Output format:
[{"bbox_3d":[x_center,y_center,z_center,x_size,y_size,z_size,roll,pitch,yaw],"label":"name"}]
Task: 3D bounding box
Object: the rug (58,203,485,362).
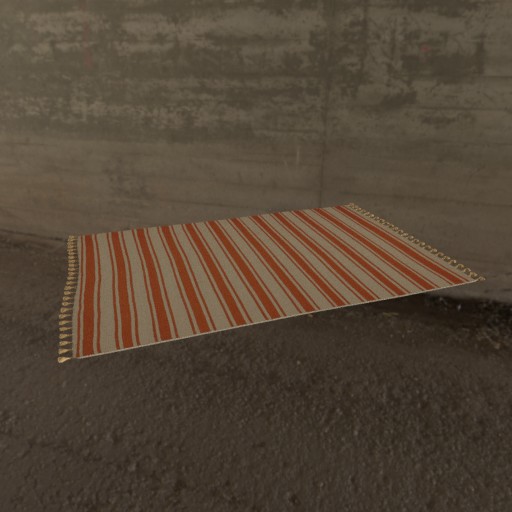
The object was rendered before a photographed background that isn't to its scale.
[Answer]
[{"bbox_3d":[0.000,0.000,2.996,2.433,0.022,1.556,-8,26,-17],"label":"rug"}]
